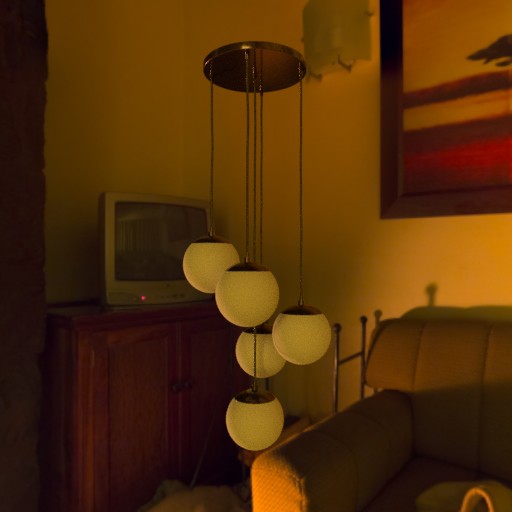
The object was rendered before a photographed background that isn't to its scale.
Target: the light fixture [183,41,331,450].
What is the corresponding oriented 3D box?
[{"bbox_3d":[0.000,0.000,1.478,0.489,1.271,0.484,0,-1,19],"label":"light fixture"}]
